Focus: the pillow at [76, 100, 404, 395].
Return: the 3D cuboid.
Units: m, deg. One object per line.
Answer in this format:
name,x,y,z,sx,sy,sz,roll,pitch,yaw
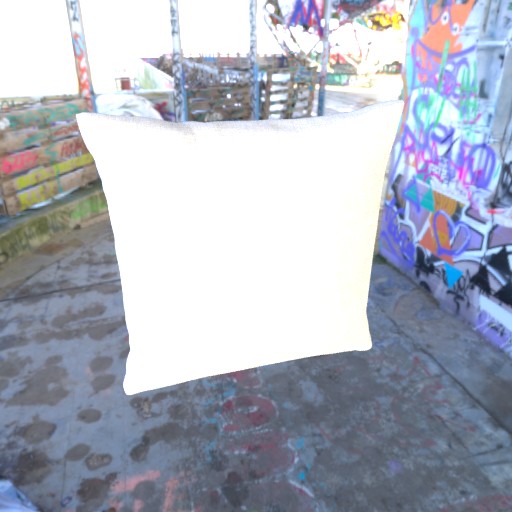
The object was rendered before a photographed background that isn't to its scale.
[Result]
pillow,0.000,0.000,0.782,0.517,0.508,0.158,-7,26,-15
